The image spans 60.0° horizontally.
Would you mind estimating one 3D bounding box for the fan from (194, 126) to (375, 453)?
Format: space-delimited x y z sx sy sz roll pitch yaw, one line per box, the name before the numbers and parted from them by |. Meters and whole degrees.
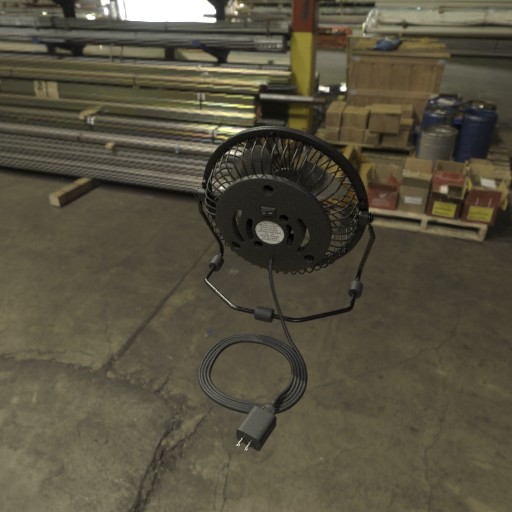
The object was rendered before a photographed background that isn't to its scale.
fan | 0.000 0.000 0.311 0.153 0.152 0.202 10 34 15
